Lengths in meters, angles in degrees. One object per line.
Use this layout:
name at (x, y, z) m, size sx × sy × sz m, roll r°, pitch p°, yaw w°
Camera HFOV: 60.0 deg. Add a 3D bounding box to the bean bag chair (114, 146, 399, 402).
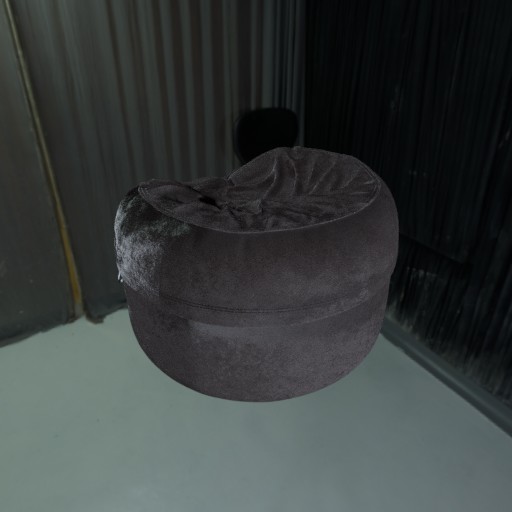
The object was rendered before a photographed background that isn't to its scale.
bean bag chair at (0.000, 0.000, 1.539) m, size 0.918 × 0.605 × 0.918 m, roll 0°, pitch 30°, yaw 0°
